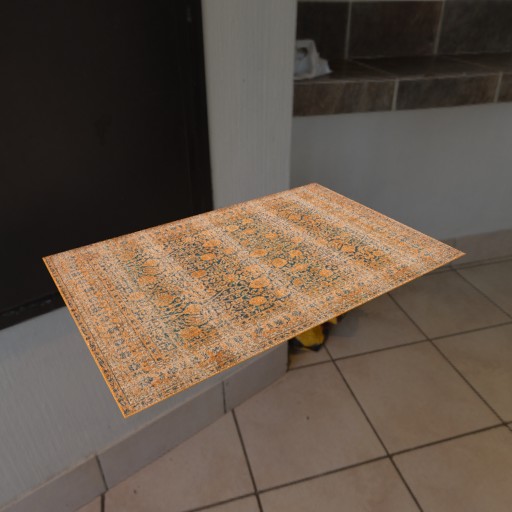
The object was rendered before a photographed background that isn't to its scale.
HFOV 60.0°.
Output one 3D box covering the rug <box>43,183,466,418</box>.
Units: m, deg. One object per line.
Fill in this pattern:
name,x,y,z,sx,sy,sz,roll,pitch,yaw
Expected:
rug,0.000,0.000,2.919,2.336,0.007,1.525,-19,36,-29
